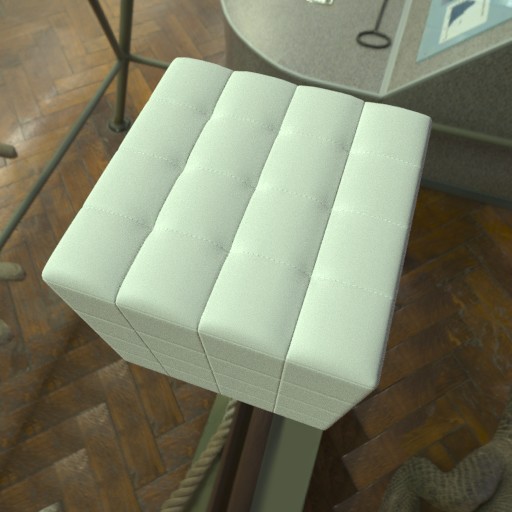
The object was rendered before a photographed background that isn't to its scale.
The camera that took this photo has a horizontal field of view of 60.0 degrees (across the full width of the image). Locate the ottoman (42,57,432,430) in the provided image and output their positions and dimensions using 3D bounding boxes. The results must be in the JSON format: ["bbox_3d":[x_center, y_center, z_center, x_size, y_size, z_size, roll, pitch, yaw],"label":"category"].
[{"bbox_3d":[0.000,0.000,0.782,0.425,0.432,0.425,17,64,9],"label":"ottoman"}]
